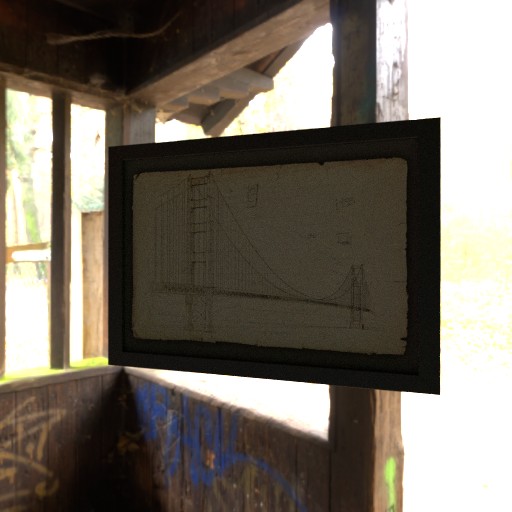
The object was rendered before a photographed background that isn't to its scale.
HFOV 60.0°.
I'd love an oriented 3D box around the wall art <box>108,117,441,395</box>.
[{"bbox_3d":[0.000,0.000,0.561,0.432,0.306,0.016,0,0,18],"label":"wall art"}]
